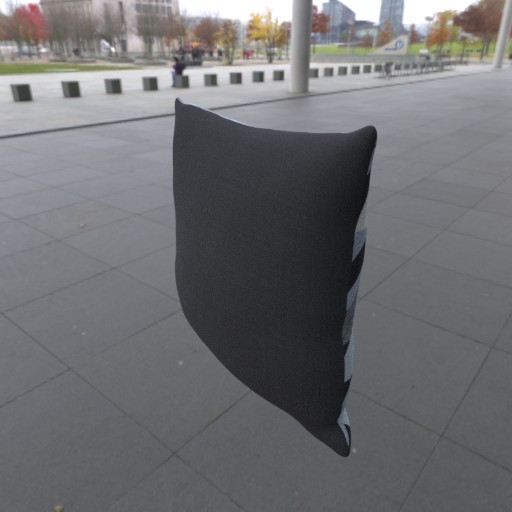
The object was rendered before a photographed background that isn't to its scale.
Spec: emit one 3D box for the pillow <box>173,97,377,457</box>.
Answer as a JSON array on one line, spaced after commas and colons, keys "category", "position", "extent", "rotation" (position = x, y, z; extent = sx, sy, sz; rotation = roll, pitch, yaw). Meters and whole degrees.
[{"category": "pillow", "position": [0.000, 0.000, 0.765], "extent": [0.208, 0.496, 0.503], "rotation": [-17, 30, -32]}]
